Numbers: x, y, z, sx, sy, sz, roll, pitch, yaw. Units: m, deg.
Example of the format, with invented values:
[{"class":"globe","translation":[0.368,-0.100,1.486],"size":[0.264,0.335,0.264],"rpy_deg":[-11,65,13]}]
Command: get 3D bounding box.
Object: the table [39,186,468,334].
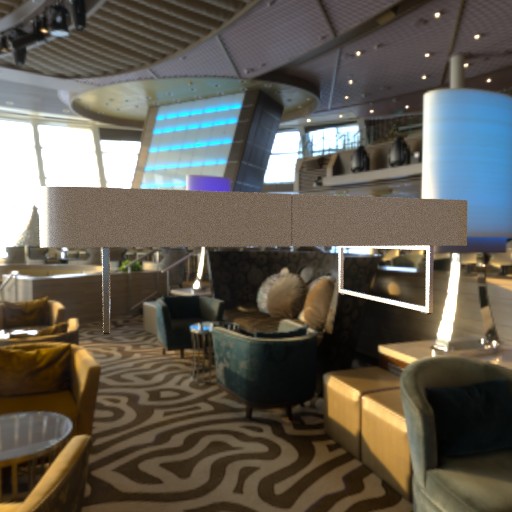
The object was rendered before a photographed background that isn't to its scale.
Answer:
[{"class":"table","translation":[0.000,0.000,1.431],"size":[1.200,0.340,0.600],"rpy_deg":[-1,2,-18]}]
